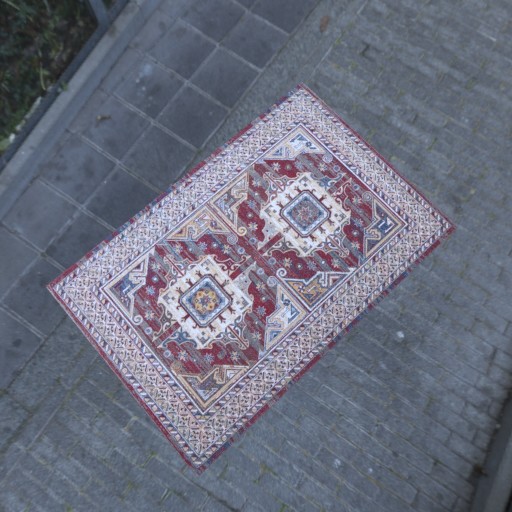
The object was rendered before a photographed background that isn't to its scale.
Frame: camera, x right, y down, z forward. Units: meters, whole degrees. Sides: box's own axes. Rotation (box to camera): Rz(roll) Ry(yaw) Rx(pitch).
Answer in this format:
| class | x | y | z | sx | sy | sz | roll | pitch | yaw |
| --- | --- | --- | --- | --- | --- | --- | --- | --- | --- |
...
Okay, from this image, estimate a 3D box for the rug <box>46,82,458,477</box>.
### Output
| class | x | y | z | sx | sy | sz | roll | pitch | yaw |
| --- | --- | --- | --- | --- | --- | --- | --- | --- | --- |
| rug | 0.000 | 0.000 | 5.832 | 4.578 | 0.033 | 3.033 | -41 | 79 | -10 |
